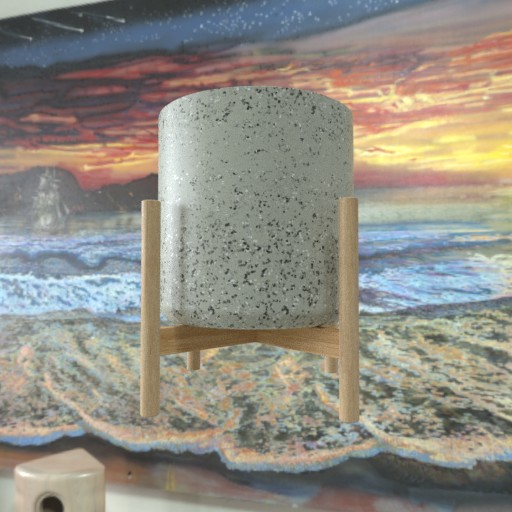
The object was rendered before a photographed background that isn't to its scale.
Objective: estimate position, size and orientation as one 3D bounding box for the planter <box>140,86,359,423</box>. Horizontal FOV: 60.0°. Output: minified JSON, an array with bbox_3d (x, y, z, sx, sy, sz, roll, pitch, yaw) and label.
[{"bbox_3d":[0.000,0.000,0.701,0.360,0.419,0.360,0,-1,-18],"label":"planter"}]
